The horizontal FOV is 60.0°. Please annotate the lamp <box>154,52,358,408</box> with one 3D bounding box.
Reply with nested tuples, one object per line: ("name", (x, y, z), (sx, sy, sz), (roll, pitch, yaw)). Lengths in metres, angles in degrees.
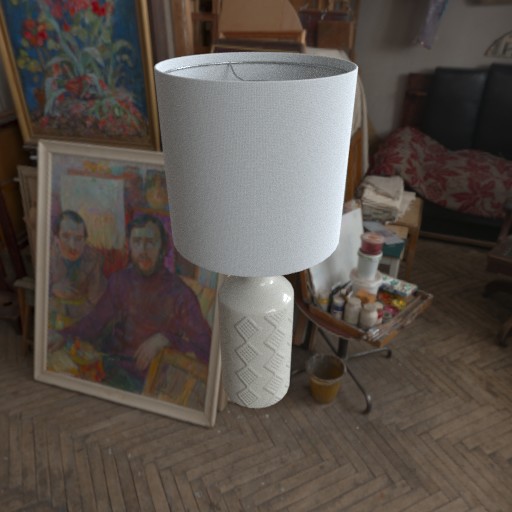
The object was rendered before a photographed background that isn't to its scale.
("lamp", (0.000, 0.000, 0.575), (0.207, 0.461, 0.207), (-10, 32, -16))
